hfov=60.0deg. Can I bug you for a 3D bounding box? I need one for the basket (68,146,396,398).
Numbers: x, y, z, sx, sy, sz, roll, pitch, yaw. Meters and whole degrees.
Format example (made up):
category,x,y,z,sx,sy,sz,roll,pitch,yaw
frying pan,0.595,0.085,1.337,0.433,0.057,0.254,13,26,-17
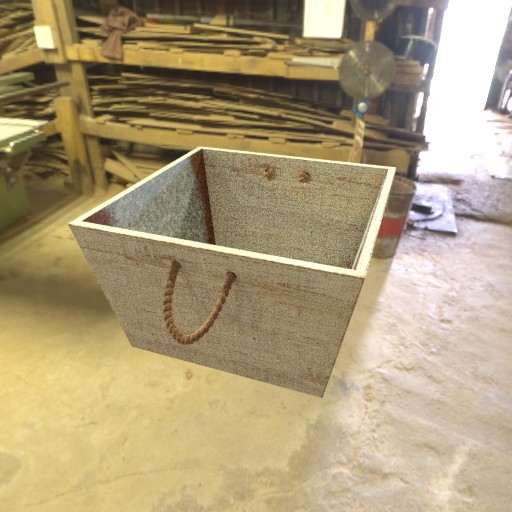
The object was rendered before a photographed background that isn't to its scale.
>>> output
category,x,y,z,sx,sy,sz,roll,pitch,yaw
basket,0.000,0.000,0.790,0.413,0.247,0.545,10,31,17
